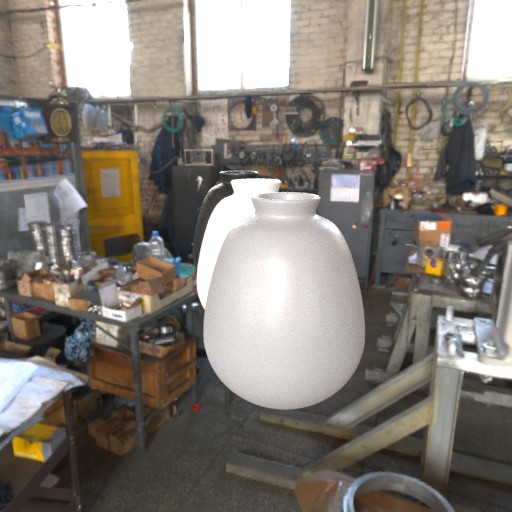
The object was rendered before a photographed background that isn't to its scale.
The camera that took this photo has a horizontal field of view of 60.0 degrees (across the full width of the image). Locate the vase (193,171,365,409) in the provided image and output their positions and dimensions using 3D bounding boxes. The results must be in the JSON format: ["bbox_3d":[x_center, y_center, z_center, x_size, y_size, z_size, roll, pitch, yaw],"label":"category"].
[{"bbox_3d":[0.000,0.000,0.362,0.097,0.122,0.297,-2,15,-9],"label":"vase"}]
